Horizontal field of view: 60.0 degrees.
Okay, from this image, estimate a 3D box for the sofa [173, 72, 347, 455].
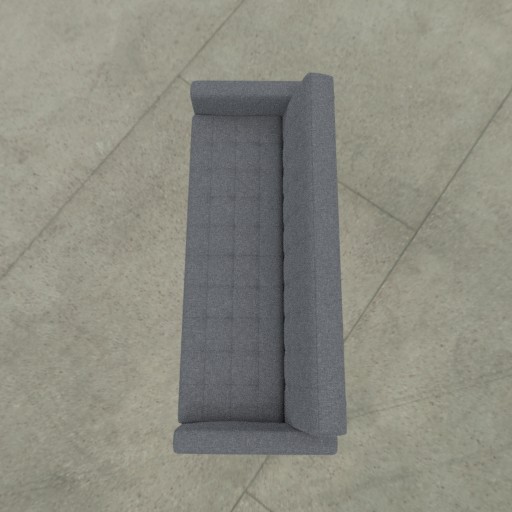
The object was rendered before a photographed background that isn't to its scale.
[{"bbox_3d":[0.000,0.000,2.501,0.810,0.850,2.040,0,76,0],"label":"sofa"}]
